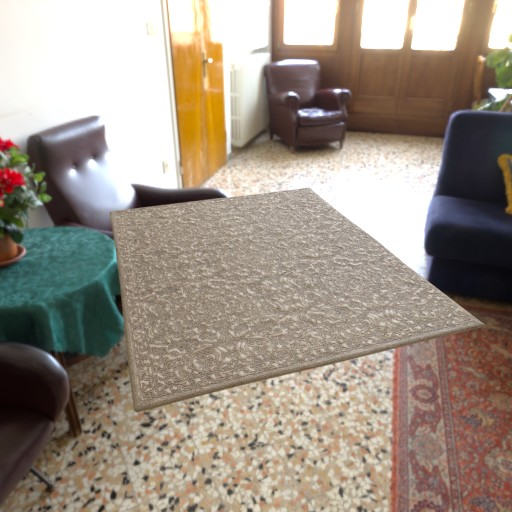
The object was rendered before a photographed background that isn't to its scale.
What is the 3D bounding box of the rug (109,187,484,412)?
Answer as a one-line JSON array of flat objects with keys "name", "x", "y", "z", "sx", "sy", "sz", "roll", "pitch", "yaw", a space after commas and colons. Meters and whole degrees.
[{"name": "rug", "x": 0.000, "y": 0.000, "z": 4.096, "sx": 2.472, "sy": 0.035, "sz": 3.017, "roll": -9, "pitch": 30, "yaw": -16}]
